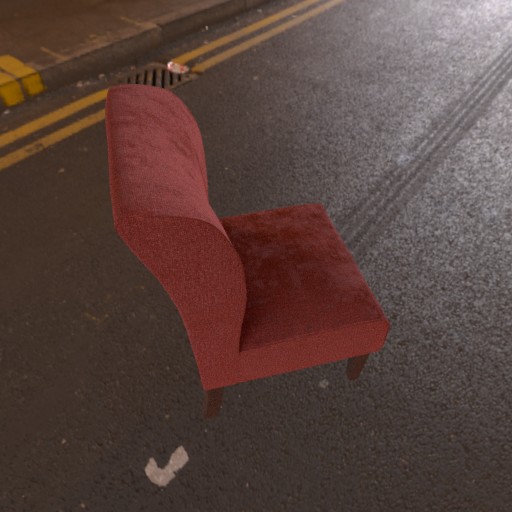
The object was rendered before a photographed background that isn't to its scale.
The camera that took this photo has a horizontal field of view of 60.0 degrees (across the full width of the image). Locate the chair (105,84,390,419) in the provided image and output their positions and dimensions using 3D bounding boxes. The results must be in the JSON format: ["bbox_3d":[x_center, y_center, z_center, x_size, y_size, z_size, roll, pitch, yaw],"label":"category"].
[{"bbox_3d":[0.000,0.000,1.256,0.640,0.846,0.538,-10,46,-10],"label":"chair"}]
